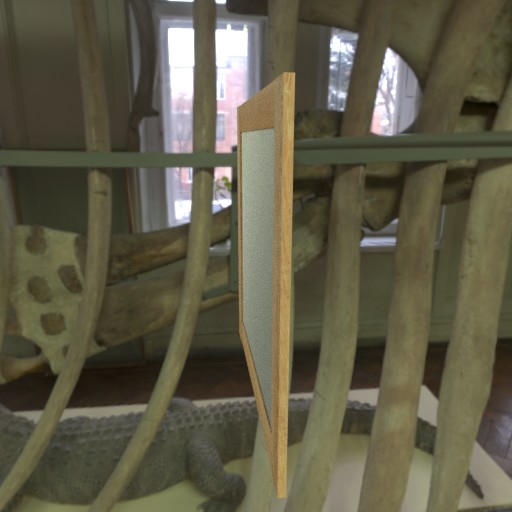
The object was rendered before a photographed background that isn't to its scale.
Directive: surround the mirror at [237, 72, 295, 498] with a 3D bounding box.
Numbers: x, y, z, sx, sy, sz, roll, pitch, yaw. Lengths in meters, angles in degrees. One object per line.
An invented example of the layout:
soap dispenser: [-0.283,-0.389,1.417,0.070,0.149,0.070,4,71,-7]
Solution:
mirror: [0.000,0.000,1.175,0.020,0.800,0.800,-2,15,-7]
